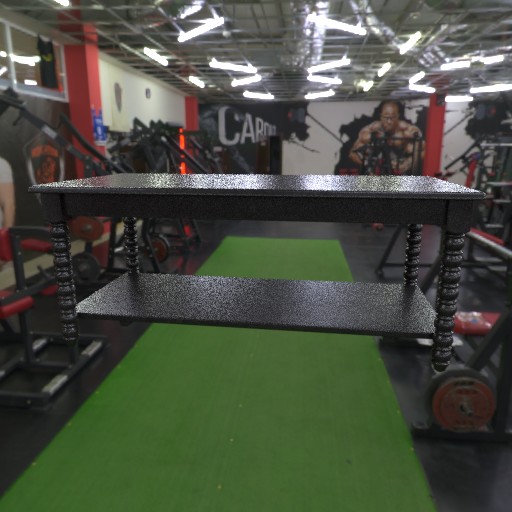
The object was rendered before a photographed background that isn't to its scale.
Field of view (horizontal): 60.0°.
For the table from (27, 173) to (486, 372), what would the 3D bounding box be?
[{"bbox_3d":[0.000,0.000,1.445,1.171,0.487,0.580,2,14,8],"label":"table"}]
